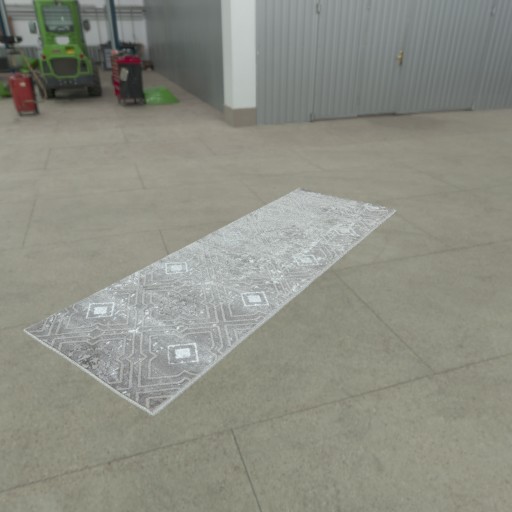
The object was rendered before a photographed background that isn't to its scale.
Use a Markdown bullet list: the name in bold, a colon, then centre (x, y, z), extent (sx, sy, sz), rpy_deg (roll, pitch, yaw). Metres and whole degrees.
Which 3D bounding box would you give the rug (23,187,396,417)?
- **rug**: centre (0.000, 0.000, 2.605), extent (0.832, 0.035, 2.381), rpy_deg (18, 33, 31)
